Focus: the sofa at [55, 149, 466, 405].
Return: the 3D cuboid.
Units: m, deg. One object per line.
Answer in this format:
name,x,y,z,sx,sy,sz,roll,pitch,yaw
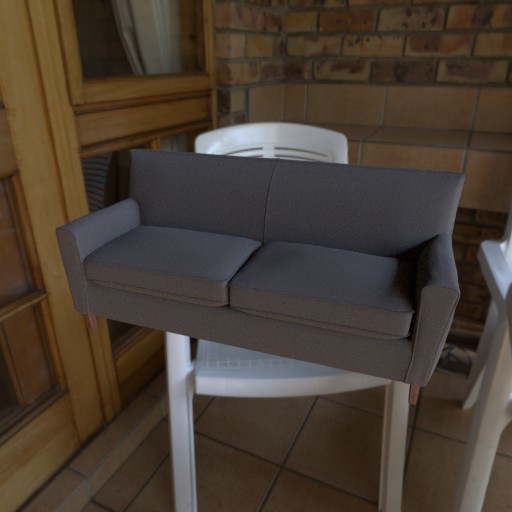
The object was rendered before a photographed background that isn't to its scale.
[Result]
sofa,0.000,0.000,2.417,2.002,0.907,0.843,8,26,18
